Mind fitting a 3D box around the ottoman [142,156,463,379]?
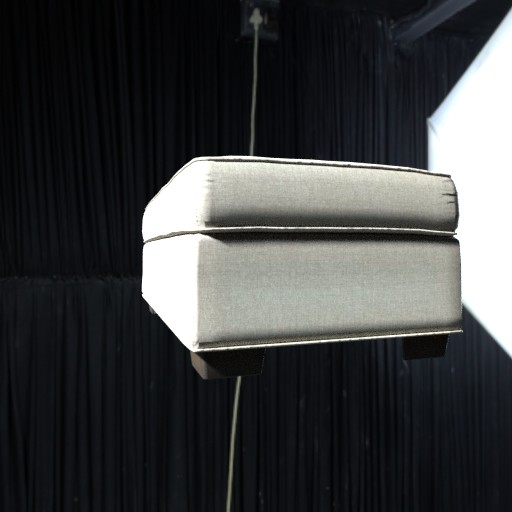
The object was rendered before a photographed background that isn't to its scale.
[{"bbox_3d":[0.000,0.000,1.398,0.617,0.448,1.097,0,1,-19],"label":"ottoman"}]
